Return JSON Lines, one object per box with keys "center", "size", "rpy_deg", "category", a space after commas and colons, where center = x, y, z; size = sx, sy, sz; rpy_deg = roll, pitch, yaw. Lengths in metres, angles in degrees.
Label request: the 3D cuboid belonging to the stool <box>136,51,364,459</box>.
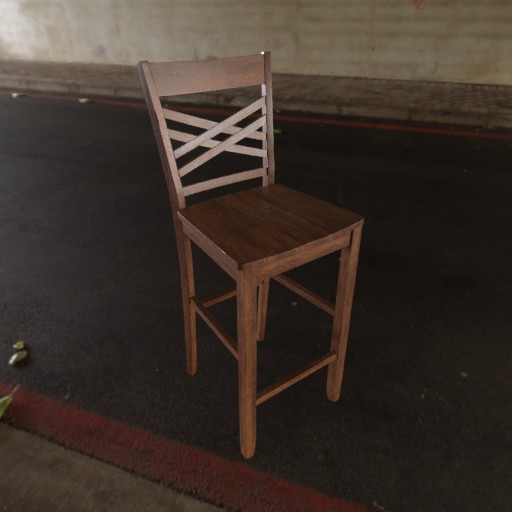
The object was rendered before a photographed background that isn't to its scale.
{"center": [0.000, 0.000, 1.377], "size": [0.433, 1.105, 0.487], "rpy_deg": [-20, 36, -31], "category": "stool"}
